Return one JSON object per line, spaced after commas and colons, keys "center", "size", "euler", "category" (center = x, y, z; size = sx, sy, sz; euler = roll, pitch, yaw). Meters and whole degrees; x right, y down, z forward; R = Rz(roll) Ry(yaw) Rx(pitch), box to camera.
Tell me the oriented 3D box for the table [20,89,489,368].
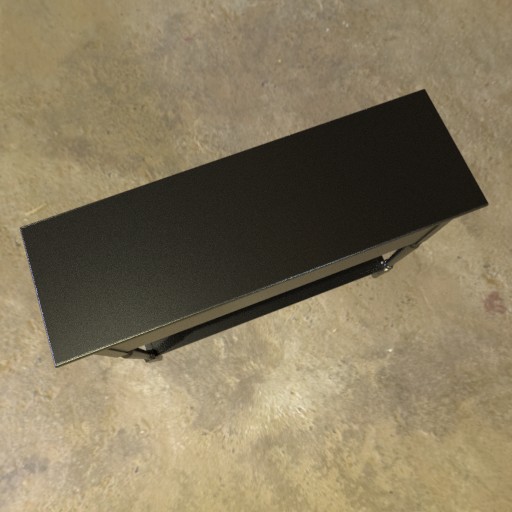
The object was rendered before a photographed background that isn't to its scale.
{"center": [0.000, 0.000, 1.566], "size": [1.191, 0.819, 0.386], "euler": [-20, 76, -5], "category": "table"}
